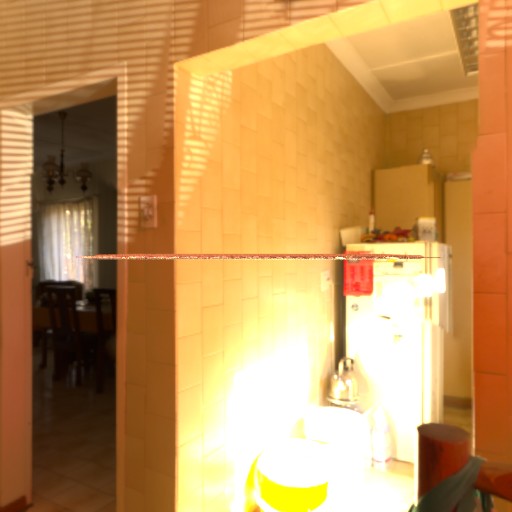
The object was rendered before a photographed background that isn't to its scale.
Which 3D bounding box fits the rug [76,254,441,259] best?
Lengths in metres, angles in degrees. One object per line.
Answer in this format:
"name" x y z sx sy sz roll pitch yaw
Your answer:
"rug" 0.000 0.000 3.293 1.664 0.029 2.615 0 0 -1
